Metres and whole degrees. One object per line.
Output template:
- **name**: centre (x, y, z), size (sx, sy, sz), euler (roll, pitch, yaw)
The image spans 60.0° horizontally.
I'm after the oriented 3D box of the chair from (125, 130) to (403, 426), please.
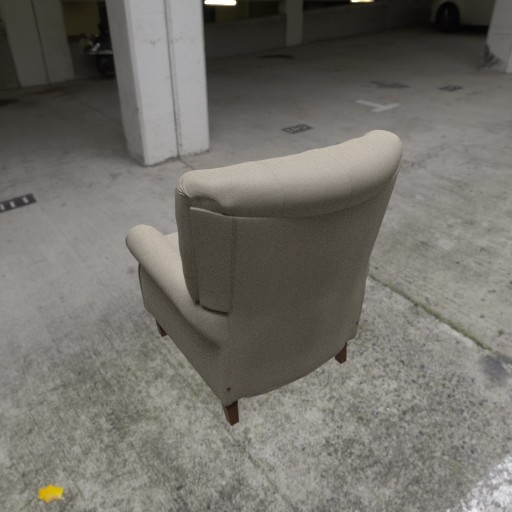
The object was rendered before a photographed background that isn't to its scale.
- **chair**: centre (0.000, 0.000, 1.971), size (0.943, 1.158, 1.059), euler (-19, 36, -29)
